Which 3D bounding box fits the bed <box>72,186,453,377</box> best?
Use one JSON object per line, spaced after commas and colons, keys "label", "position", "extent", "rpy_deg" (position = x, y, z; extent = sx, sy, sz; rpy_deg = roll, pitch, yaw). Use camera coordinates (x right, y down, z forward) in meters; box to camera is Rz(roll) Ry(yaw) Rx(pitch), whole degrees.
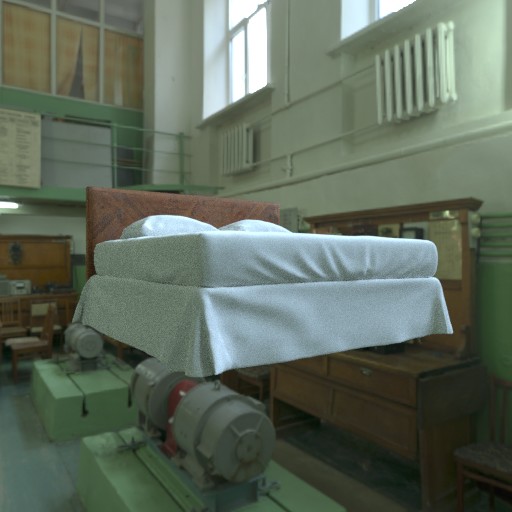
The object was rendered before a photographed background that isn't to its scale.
{"label": "bed", "position": [0.000, 0.000, 3.434], "extent": [2.255, 1.158, 2.165], "rpy_deg": [0, 0, -35]}
